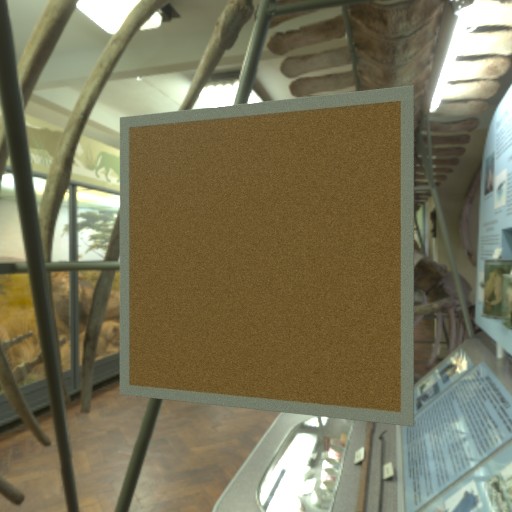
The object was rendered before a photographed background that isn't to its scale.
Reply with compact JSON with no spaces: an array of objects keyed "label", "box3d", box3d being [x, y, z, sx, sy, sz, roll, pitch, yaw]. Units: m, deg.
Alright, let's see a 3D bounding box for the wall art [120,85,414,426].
[{"label":"wall art","box3d":[0.000,0.000,0.606,0.406,0.406,0.038,0,0,17]}]
